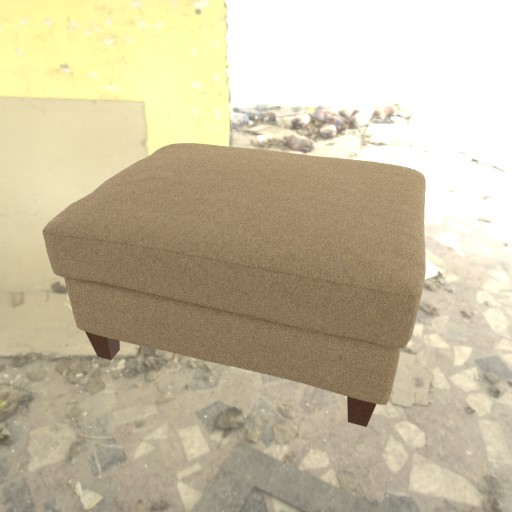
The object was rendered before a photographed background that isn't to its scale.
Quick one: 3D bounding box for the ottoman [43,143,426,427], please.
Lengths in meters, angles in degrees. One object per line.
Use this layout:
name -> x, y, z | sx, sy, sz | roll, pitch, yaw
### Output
ottoman -> 0.000, 0.000, 1.314 | 0.889, 0.511, 0.692 | 10, 33, 15
